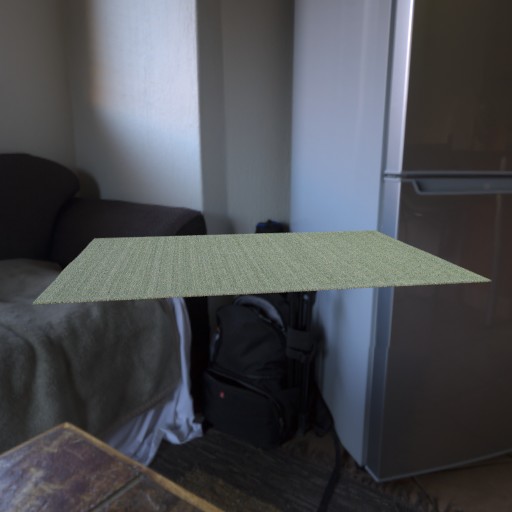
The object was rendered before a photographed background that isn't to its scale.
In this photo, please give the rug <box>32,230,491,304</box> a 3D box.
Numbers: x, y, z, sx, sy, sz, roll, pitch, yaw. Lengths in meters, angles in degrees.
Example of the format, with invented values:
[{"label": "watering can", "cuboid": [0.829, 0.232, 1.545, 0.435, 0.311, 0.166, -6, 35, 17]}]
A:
[{"label": "rug", "cuboid": [0.000, 0.000, 2.199, 1.747, 0.006, 1.143, -2, 14, -9]}]
